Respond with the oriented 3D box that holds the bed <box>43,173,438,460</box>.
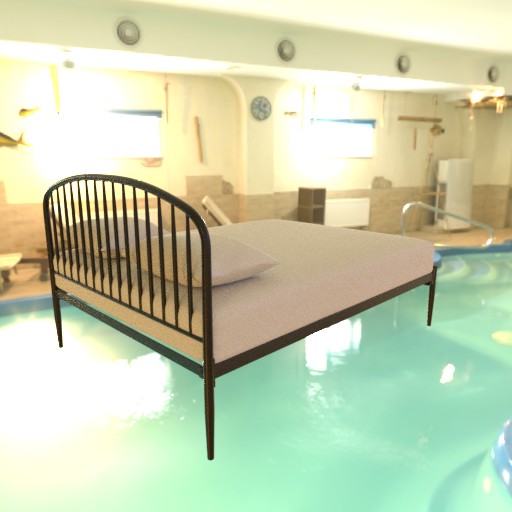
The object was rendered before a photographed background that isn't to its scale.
[{"bbox_3d":[0.000,0.000,3.024,1.618,1.166,2.159,13,18,44],"label":"bed"}]
